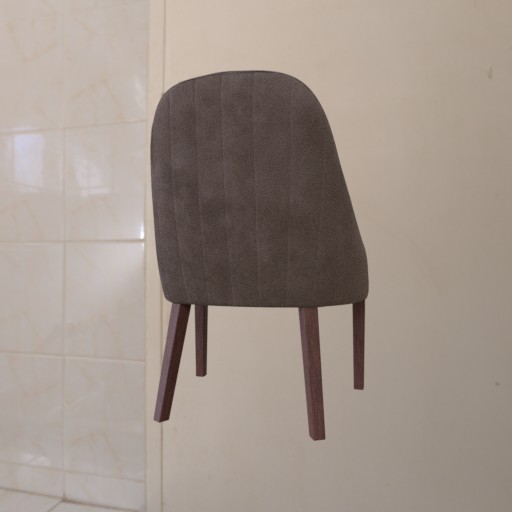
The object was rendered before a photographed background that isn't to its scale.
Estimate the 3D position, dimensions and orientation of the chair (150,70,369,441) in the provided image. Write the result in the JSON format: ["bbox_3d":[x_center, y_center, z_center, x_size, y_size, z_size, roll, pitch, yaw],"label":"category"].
[{"bbox_3d":[0.000,0.000,1.325,0.643,0.889,0.575,0,0,16],"label":"chair"}]
